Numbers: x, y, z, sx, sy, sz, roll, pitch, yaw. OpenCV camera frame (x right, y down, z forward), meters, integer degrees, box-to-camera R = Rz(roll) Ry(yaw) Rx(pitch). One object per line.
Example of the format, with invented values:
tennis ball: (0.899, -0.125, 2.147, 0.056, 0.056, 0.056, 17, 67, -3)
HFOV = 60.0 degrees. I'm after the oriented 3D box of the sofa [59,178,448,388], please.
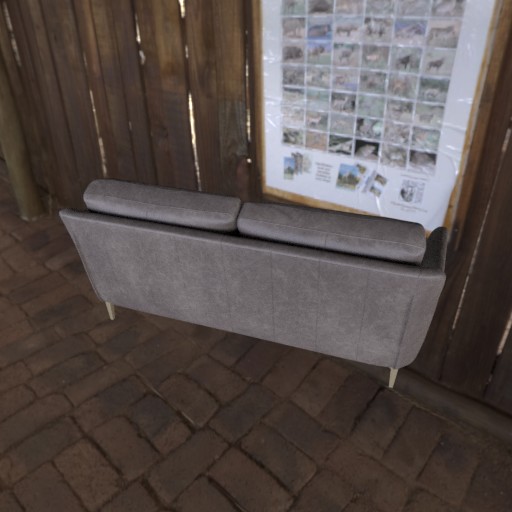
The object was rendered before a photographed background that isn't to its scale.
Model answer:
sofa: (0.000, 0.000, 2.544, 2.036, 0.902, 0.960, 10, 32, 17)
